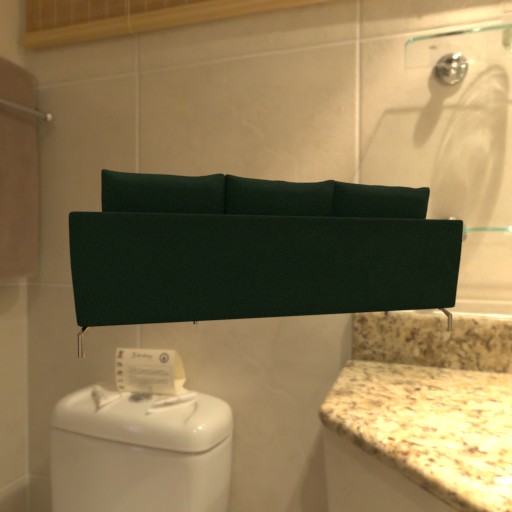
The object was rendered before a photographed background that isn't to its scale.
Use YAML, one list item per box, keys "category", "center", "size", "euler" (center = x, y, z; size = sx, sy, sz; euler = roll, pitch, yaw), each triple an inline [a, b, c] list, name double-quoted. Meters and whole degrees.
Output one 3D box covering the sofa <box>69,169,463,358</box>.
- category: "sofa"
  center: [0.000, 0.000, 3.278]
  size: [2.441, 1.007, 1.489]
  euler: [0, 1, -18]
